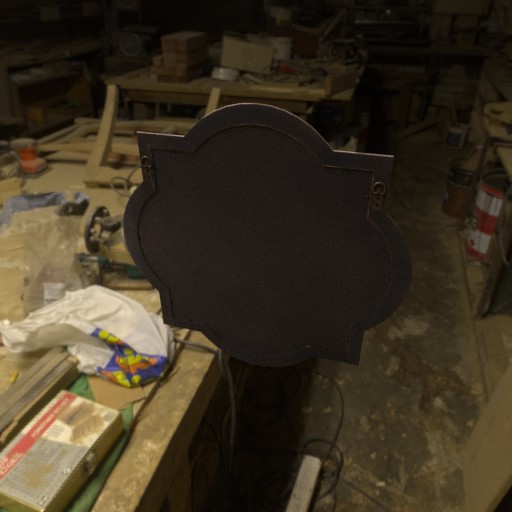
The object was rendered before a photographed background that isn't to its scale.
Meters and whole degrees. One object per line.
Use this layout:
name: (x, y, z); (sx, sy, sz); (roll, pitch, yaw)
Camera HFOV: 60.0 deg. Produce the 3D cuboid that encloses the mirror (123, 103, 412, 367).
mirror: (0.000, 0.000, 1.053); (0.686, 0.686, 0.019); (9, 33, 15)
